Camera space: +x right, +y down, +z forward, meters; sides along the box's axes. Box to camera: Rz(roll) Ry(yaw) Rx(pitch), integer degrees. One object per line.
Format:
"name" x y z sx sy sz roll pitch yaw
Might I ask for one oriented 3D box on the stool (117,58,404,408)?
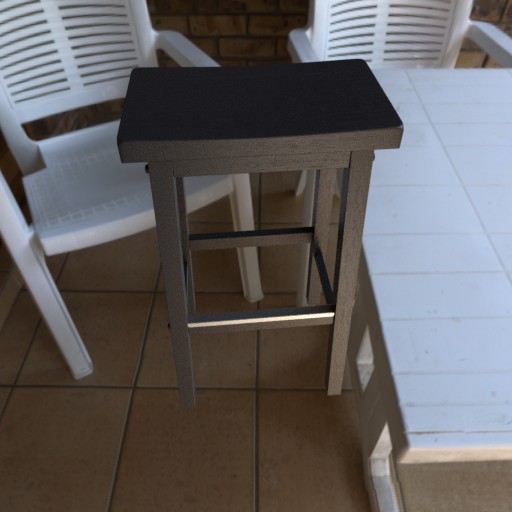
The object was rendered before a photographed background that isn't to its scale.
"stool" 0.000 0.000 0.964 0.406 0.742 0.322 -4 47 -4
